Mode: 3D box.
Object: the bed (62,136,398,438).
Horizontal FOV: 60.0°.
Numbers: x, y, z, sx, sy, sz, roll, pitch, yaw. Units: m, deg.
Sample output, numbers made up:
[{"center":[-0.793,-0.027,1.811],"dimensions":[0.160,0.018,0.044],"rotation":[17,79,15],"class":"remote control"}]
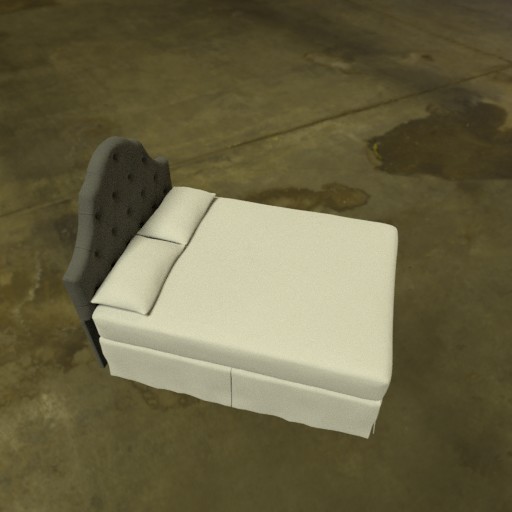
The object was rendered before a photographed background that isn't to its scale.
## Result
[{"center":[0.000,0.000,3.315],"dimensions":[2.155,1.575,1.636],"rotation":[10,45,11],"class":"bed"}]
